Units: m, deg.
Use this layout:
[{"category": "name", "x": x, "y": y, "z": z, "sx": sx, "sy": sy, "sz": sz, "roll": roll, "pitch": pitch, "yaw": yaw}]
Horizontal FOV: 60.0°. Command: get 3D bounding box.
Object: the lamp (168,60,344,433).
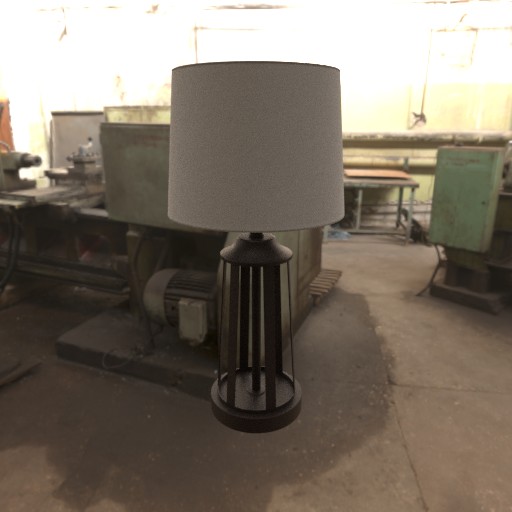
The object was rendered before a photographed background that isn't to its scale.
[{"category": "lamp", "x": 0.000, "y": 0.000, "z": 0.660, "sx": 0.251, "sy": 0.509, "sz": 0.251, "roll": 0, "pitch": 17, "yaw": 0}]
